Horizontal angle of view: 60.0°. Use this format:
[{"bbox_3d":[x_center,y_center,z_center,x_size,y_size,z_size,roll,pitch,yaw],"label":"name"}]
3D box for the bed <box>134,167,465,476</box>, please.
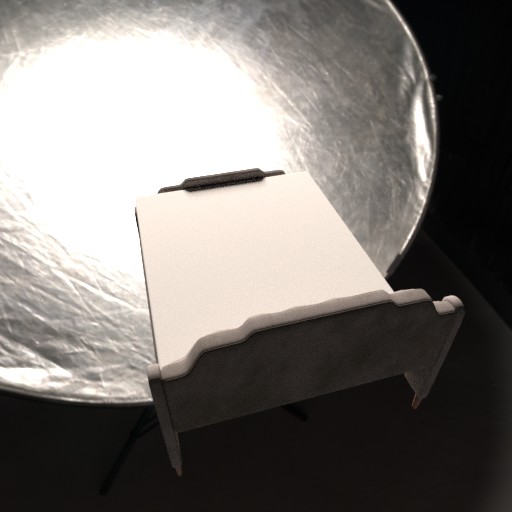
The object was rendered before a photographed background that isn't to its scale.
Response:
[{"bbox_3d":[0.000,0.000,3.285,1.676,1.245,2.340,-11,43,-12],"label":"bed"}]
